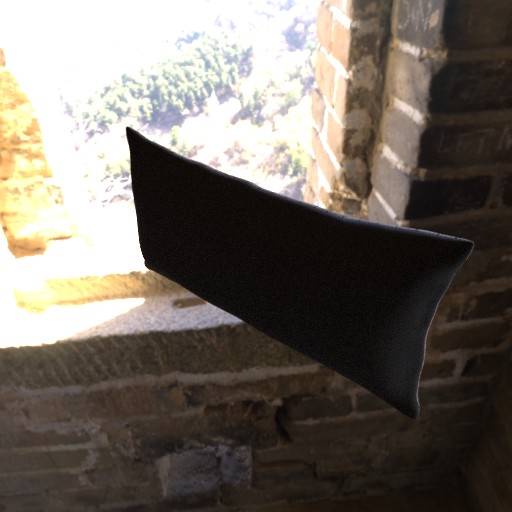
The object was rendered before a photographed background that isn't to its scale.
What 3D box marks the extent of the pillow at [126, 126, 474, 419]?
[{"bbox_3d":[0.000,0.000,0.717,0.609,0.305,0.151,24,40,32],"label":"pillow"}]
